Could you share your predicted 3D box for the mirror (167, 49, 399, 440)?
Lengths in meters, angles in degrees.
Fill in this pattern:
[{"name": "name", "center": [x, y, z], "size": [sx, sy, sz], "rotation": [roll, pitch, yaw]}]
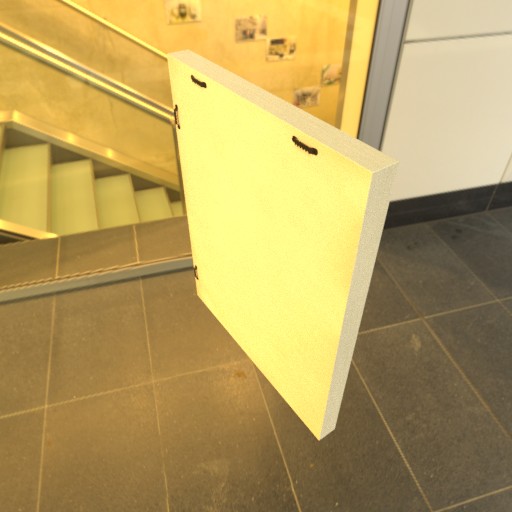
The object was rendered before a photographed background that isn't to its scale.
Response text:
[{"name": "mirror", "center": [0.000, 0.000, 0.696], "size": [0.041, 0.509, 0.406], "rotation": [-25, 47, -26]}]
